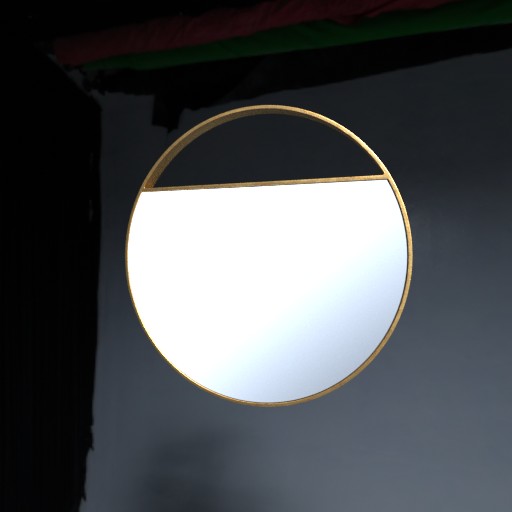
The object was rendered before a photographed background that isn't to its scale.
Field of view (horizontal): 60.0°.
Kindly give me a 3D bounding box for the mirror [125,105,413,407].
[{"bbox_3d":[0.000,0.000,0.849,0.565,0.565,0.032,0,0,18],"label":"mirror"}]
